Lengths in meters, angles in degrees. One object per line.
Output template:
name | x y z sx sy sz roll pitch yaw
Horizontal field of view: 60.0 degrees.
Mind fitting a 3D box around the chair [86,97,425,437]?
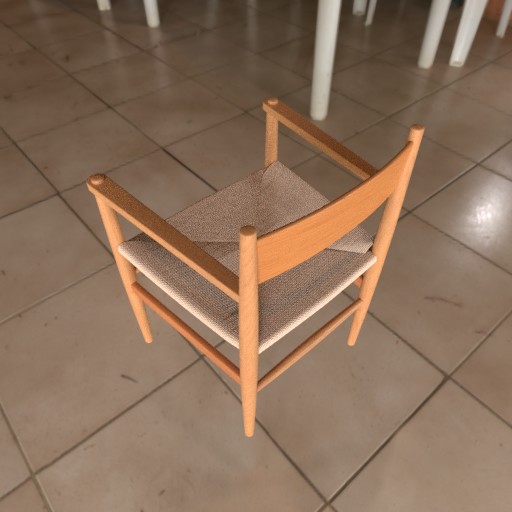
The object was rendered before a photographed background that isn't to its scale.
chair | 0.000 0.000 1.127 0.556 0.762 0.495 -33 55 -27
